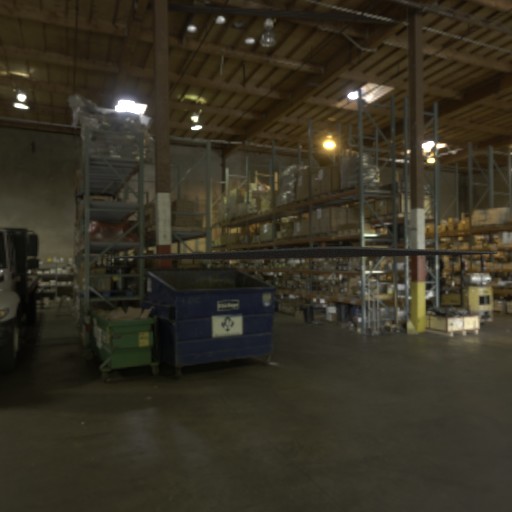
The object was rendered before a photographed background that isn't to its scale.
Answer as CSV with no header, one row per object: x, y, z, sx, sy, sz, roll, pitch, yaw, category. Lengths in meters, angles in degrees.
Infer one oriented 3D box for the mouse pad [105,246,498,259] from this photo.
0.000,0.000,1.023,0.424,0.003,0.907,1,-2,-36,mouse pad
